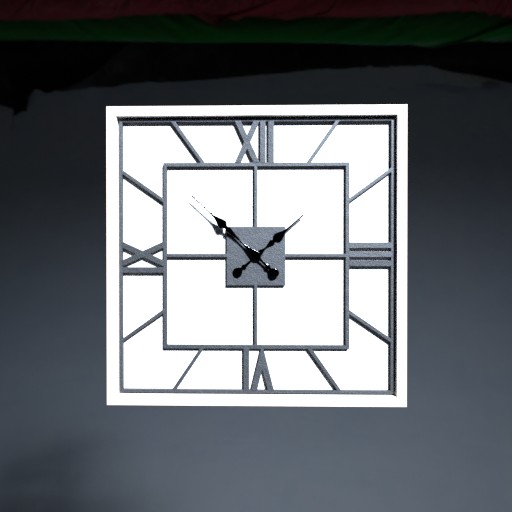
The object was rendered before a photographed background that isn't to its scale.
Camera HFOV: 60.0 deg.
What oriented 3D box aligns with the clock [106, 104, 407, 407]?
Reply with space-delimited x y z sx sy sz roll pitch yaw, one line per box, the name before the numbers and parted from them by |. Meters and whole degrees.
clock | 0.000 0.000 1.055 0.705 0.705 0.032 0 0 1
